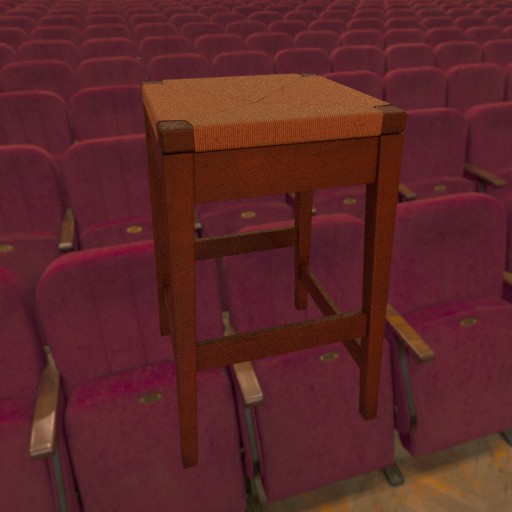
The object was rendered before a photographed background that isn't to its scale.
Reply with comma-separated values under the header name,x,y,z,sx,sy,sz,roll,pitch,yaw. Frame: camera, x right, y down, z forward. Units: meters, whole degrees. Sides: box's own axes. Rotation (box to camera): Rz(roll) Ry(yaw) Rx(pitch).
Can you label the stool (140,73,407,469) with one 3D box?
name,x,y,z,sx,sy,sz,roll,pitch,yaw
stool,0.000,0.000,1.087,0.497,0.762,0.507,-9,32,-14
